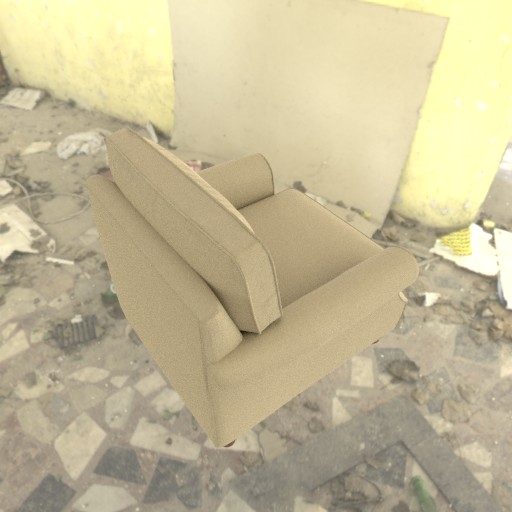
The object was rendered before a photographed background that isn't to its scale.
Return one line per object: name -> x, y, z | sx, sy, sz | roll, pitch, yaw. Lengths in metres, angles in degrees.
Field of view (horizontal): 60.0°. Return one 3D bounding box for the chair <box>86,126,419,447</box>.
chair -> 0.000, 0.000, 1.770 | 0.966, 0.967, 1.029 | -26, 48, -26
